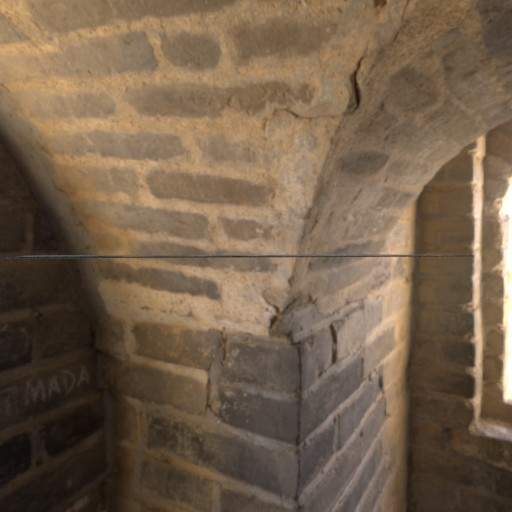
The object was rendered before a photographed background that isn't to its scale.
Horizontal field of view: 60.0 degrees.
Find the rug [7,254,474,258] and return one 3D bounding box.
[{"bbox_3d":[0.000,0.000,2.586,2.437,0.008,0.774,0,1,-18],"label":"rug"}]
